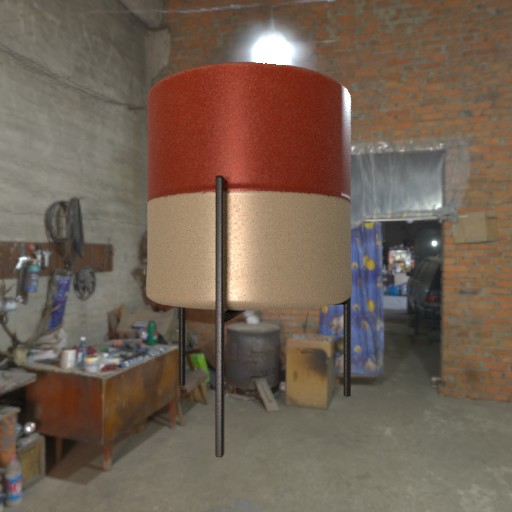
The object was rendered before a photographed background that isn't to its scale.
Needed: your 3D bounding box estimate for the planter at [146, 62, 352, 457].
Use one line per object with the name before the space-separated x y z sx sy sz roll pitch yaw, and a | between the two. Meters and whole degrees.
planter | 0.000 0.000 0.521 0.251 0.354 0.235 0 0 -18
